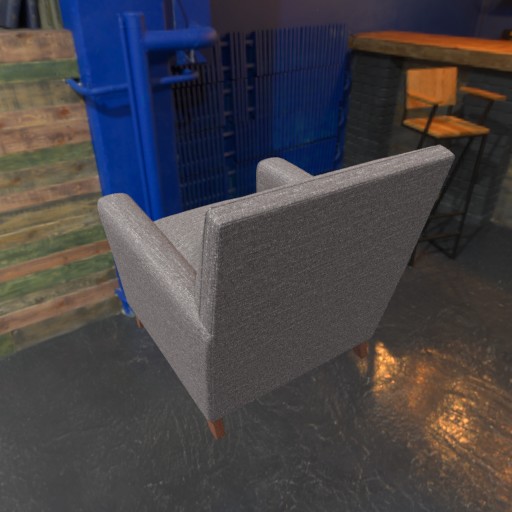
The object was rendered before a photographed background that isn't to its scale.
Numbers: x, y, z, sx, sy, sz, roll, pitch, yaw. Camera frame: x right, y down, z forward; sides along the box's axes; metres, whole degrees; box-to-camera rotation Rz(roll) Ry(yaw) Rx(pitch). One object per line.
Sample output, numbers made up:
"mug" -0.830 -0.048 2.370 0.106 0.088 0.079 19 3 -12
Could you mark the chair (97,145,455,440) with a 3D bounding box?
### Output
"chair" 0.000 0.000 1.590 0.838 0.885 0.875 -19 37 -28
